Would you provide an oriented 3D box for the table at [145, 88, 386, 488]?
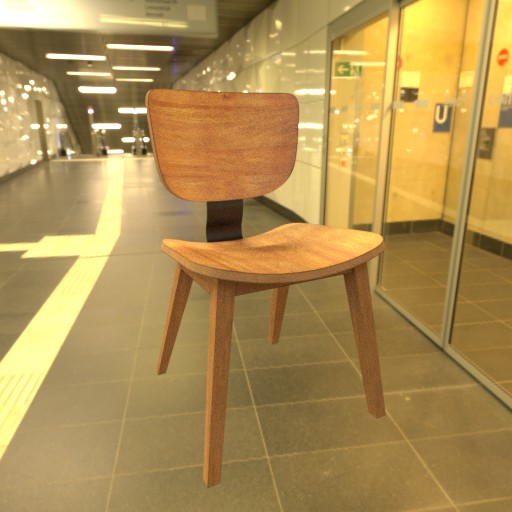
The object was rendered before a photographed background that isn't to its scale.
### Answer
[{"bbox_3d":[0.000,0.000,1.123,0.499,0.805,0.500,-9,19,-27],"label":"table"}]
